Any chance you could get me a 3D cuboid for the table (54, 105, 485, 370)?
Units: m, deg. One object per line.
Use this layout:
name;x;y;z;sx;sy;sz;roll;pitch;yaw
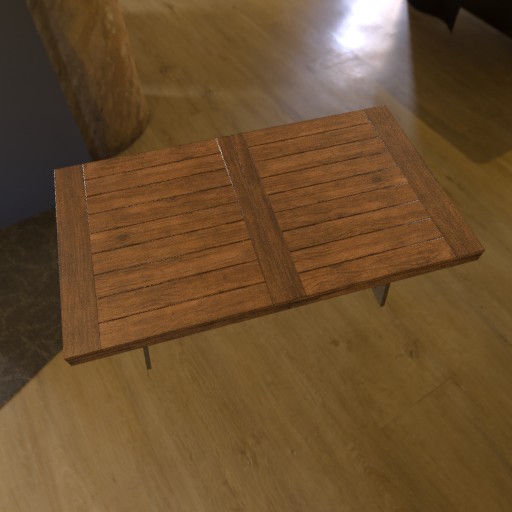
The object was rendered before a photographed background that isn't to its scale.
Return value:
table;0.000;0.000;2.209;1.641;0.757;0.931;-13;58;-9
